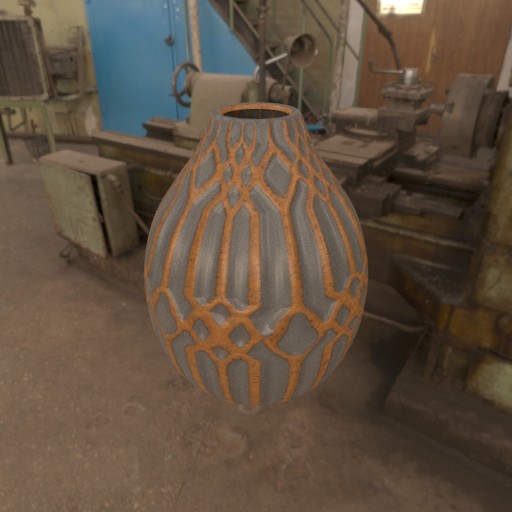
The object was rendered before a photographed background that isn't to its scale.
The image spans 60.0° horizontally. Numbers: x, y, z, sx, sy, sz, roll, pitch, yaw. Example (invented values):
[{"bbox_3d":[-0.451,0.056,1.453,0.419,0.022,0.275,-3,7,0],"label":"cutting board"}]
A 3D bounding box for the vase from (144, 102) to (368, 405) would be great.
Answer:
[{"bbox_3d":[0.000,0.000,0.138,0.069,0.088,0.069,0,29,0],"label":"vase"}]
